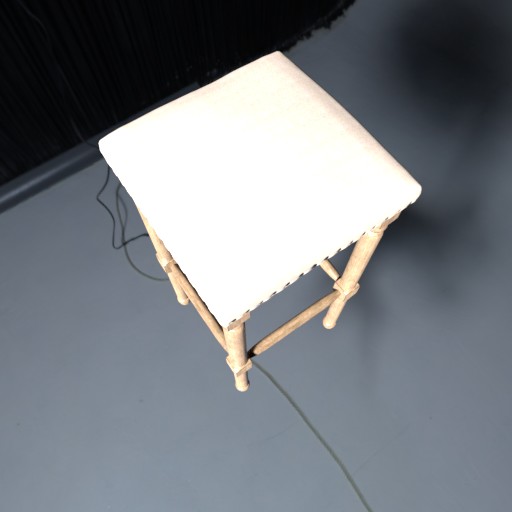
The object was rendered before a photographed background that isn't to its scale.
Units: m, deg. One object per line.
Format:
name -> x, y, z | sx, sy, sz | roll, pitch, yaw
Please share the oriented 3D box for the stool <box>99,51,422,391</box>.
stool -> 0.000, 0.000, 1.010 | 0.382, 0.768, 0.383 | -32, 68, -15
